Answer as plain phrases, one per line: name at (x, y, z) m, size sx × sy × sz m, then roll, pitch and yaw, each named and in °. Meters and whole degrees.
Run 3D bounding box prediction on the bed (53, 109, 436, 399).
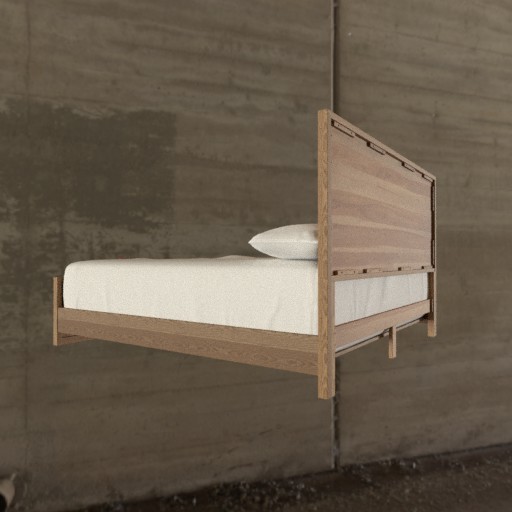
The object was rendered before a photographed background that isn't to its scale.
bed at (0.000, 0.000, 3.420) m, size 2.184 × 1.295 × 2.013 m, roll 0°, pitch 0°, yaw 35°
